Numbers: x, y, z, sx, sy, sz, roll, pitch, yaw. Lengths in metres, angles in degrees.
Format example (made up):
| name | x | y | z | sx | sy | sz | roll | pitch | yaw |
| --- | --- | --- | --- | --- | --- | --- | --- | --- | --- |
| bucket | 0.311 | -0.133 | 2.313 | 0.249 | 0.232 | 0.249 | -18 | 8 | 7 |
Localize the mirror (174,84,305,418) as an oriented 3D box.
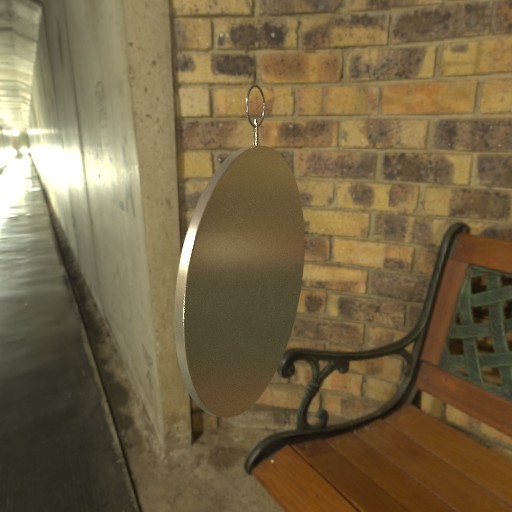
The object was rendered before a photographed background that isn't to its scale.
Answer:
| name | x | y | z | sx | sy | sz | roll | pitch | yaw |
| --- | --- | --- | --- | --- | --- | --- | --- | --- | --- |
| mirror | 0.000 | 0.000 | 0.984 | 0.020 | 0.713 | 0.594 | 7 | 17 | 25 |
